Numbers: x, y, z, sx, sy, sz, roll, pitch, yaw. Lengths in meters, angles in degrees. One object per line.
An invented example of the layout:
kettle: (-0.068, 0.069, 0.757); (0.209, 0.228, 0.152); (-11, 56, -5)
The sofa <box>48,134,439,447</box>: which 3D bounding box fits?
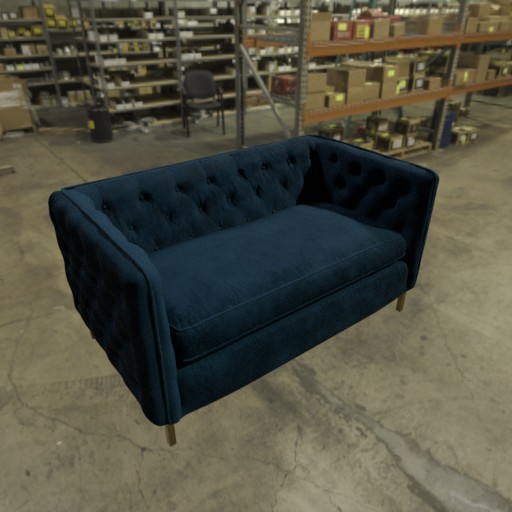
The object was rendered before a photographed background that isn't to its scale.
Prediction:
sofa: (0.000, 0.000, 2.156); (1.583, 0.810, 0.909); (-21, 36, -32)
